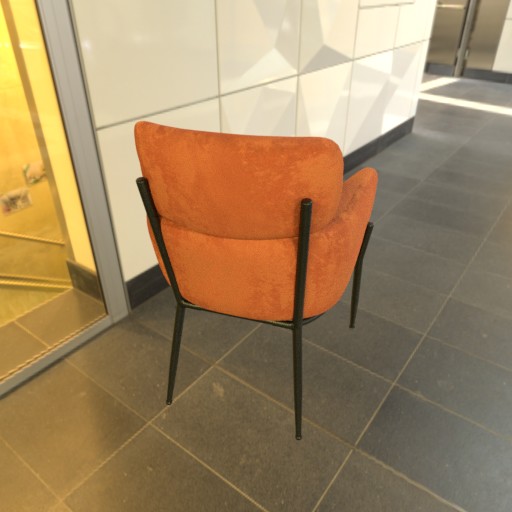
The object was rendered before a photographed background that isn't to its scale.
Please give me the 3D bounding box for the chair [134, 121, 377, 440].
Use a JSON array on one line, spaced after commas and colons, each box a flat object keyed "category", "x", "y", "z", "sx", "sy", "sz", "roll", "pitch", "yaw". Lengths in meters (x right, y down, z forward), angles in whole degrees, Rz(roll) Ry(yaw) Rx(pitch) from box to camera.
[{"category": "chair", "x": 0.000, "y": 0.000, "z": 1.155, "sx": 0.561, "sy": 0.772, "sz": 0.523, "roll": 9, "pitch": 33, "yaw": 15}]
